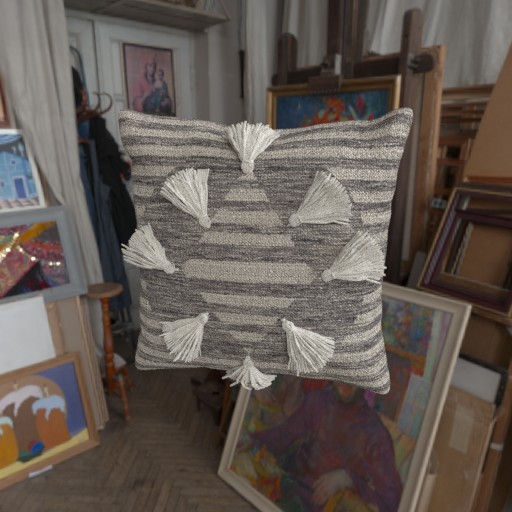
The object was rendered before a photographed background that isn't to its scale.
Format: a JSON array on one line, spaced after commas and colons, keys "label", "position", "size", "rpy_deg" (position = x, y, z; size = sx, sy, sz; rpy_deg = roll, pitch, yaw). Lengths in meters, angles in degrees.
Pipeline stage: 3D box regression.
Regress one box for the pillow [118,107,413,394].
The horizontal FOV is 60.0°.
[{"label": "pillow", "position": [0.000, 0.000, 0.766], "size": [0.484, 0.490, 0.234], "rpy_deg": [3, 15, 10]}]
